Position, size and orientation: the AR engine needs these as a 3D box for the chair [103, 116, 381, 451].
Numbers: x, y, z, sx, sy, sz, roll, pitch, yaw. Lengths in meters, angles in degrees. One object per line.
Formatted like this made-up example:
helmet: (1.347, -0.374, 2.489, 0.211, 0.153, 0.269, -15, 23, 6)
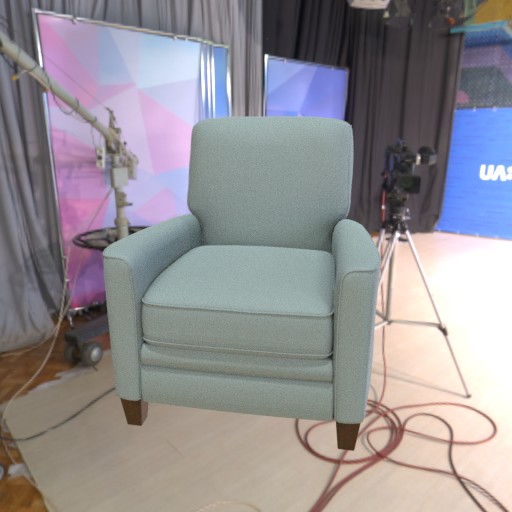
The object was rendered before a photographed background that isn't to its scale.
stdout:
chair: (0.000, 0.000, 1.657, 0.853, 1.007, 0.846, 3, 17, 9)
